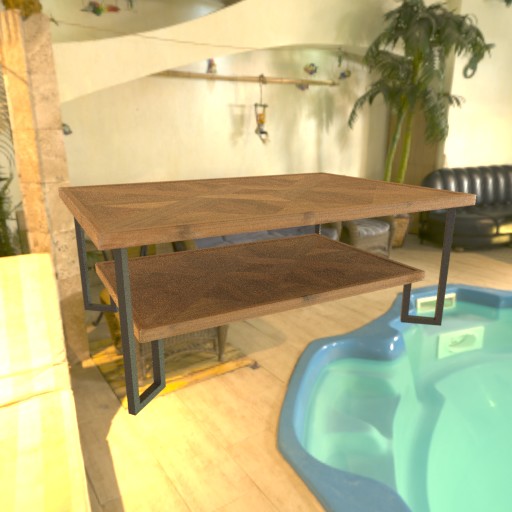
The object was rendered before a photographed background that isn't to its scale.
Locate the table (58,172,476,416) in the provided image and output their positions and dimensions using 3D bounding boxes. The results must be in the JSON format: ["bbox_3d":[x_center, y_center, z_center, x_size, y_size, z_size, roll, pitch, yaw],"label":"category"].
[{"bbox_3d":[0.000,0.000,1.666,1.238,0.492,0.877,-9,18,-27],"label":"table"}]
